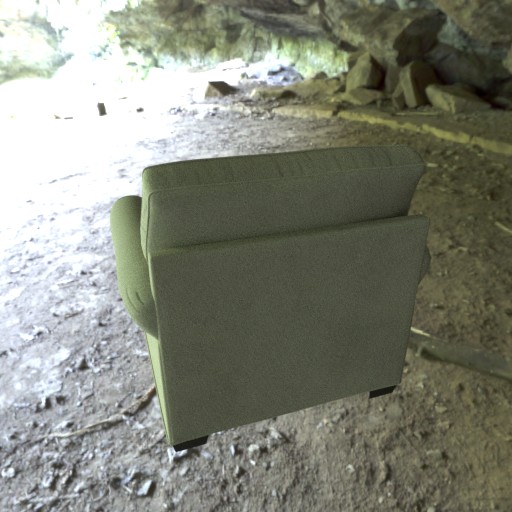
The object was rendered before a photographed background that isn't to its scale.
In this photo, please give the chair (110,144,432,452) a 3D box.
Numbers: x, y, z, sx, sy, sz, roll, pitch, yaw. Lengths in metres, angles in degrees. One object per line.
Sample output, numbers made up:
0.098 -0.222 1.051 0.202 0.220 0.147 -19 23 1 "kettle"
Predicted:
0.000 0.000 1.903 1.147 1.044 0.939 -9 28 -17 "chair"
